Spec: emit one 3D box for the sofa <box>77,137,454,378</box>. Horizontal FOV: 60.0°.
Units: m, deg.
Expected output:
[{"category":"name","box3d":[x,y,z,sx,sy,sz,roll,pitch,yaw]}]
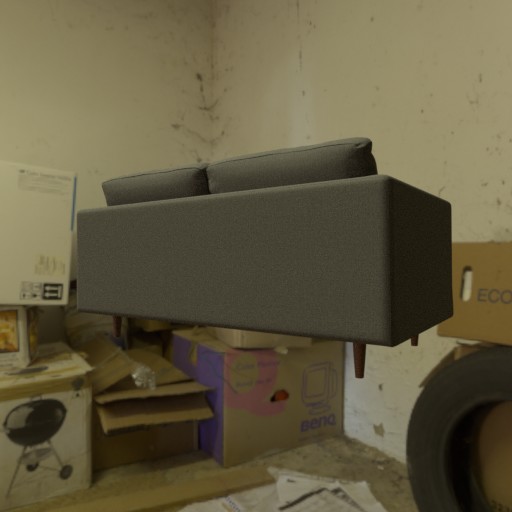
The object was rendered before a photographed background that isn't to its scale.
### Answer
[{"category":"sofa","box3d":[0.000,0.000,2.249,1.713,0.866,0.940,0,0,35]}]
